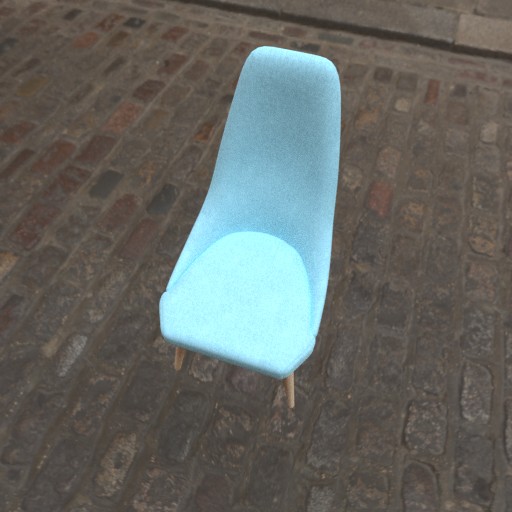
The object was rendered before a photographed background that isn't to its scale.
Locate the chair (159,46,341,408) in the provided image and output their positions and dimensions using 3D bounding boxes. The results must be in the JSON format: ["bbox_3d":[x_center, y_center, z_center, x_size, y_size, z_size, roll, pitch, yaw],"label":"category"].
[{"bbox_3d":[0.000,0.000,1.432,0.510,1.040,0.660,16,59,10],"label":"chair"}]
